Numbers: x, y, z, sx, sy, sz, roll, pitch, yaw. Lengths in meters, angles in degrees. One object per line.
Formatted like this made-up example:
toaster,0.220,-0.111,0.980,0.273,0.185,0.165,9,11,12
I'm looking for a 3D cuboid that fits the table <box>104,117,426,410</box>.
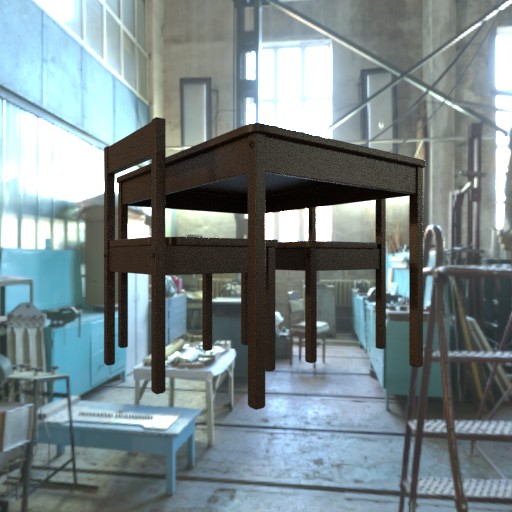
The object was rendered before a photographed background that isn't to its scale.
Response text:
table,0.000,0.000,1.116,0.672,0.503,0.650,0,0,-37
